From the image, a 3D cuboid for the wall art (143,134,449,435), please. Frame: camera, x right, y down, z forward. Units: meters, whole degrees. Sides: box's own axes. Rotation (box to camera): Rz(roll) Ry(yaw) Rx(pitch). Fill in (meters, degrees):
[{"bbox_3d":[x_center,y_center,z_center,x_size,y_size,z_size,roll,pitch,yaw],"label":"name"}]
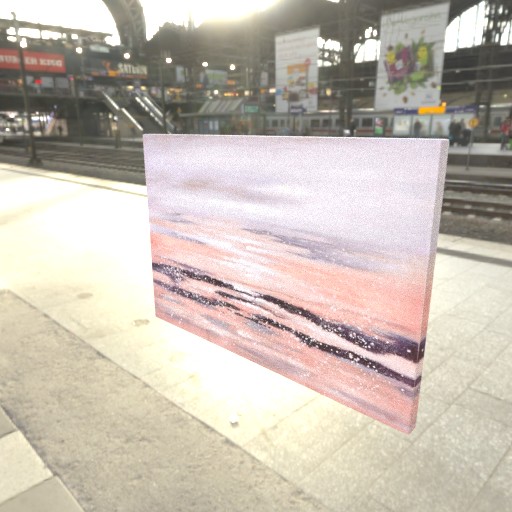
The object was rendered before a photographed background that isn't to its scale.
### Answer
[{"bbox_3d":[0.000,0.000,1.165,0.913,0.609,0.038,14,22,40],"label":"wall art"}]
